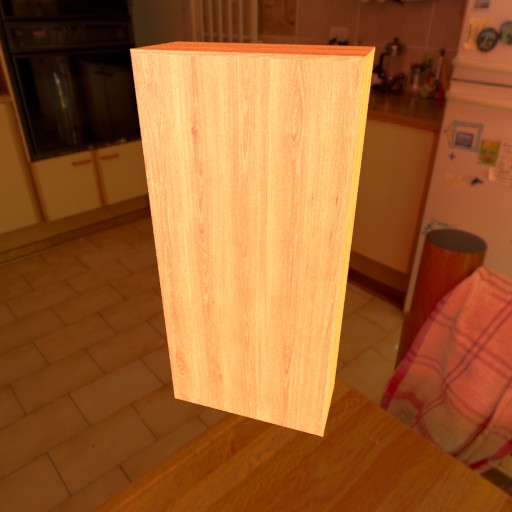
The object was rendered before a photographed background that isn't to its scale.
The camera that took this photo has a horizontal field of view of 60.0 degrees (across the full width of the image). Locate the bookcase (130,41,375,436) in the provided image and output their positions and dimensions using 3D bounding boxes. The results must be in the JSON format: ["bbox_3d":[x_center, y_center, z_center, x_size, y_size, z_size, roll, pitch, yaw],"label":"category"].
[{"bbox_3d":[0.000,0.000,2.368,0.950,2.020,0.420,9,31,15],"label":"bookcase"}]
